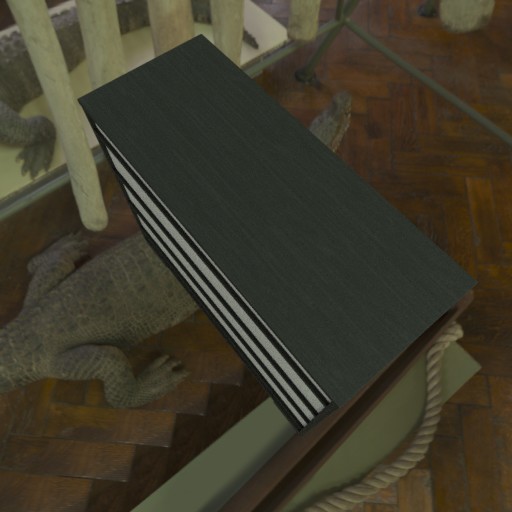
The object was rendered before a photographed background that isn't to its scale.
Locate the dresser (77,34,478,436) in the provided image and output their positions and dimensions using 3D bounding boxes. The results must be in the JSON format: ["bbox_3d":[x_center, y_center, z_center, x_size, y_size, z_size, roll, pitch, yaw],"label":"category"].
[{"bbox_3d":[0.000,0.000,1.414,0.404,0.816,0.994,-36,69,-16],"label":"dresser"}]
